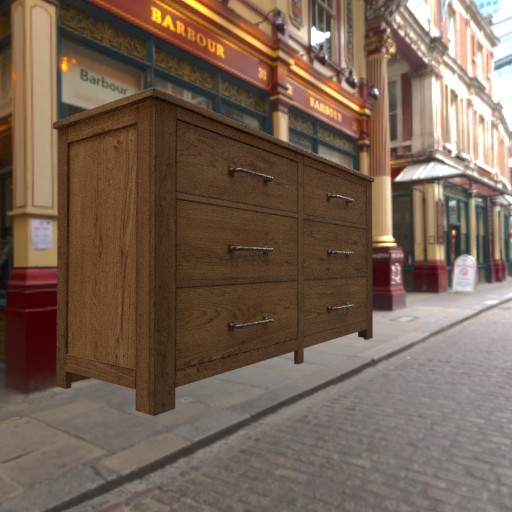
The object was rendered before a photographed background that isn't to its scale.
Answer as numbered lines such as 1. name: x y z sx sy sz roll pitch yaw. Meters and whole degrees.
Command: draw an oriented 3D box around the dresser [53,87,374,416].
1. dresser: 0.000 0.000 2.058 0.563 0.932 1.657 -1 -1 36
